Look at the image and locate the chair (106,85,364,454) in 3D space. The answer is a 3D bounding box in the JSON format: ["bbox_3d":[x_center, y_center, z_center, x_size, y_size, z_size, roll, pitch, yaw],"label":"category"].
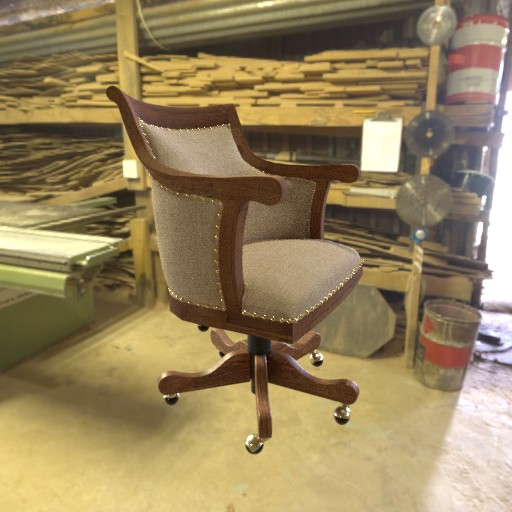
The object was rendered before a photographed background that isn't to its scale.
[{"bbox_3d":[0.000,0.000,1.382,0.689,0.965,0.656,7,16,27],"label":"chair"}]
